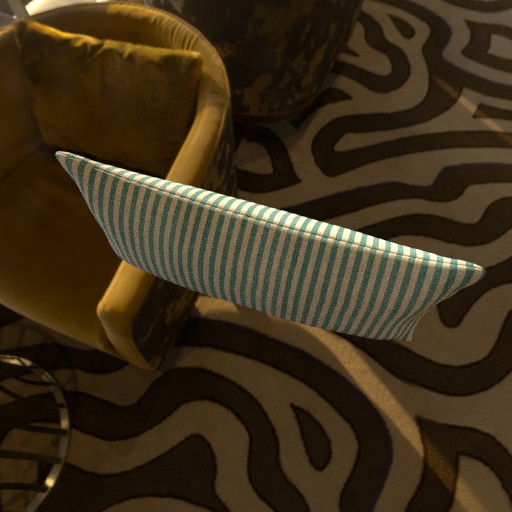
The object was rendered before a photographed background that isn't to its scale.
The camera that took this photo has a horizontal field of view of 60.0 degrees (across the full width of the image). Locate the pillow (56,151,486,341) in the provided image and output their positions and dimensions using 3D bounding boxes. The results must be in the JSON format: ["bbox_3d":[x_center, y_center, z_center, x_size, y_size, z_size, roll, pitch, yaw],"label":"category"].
[{"bbox_3d":[0.000,0.000,0.733,0.617,0.295,0.151,16,64,8],"label":"pillow"}]
